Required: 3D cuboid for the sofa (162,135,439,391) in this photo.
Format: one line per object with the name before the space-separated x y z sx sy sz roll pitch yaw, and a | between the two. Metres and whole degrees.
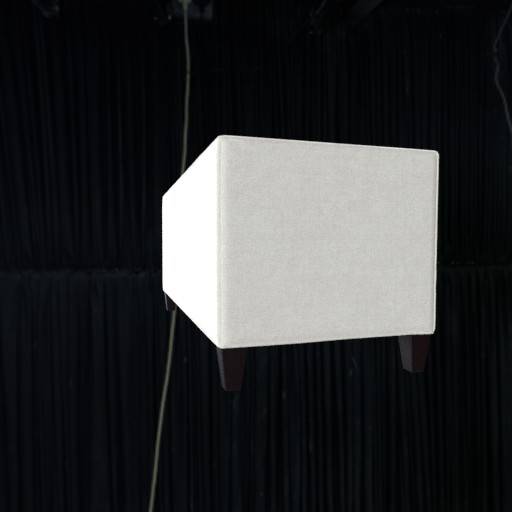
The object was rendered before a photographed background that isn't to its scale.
sofa | 0.000 0.000 2.250 0.775 0.762 1.778 0 2 -17
